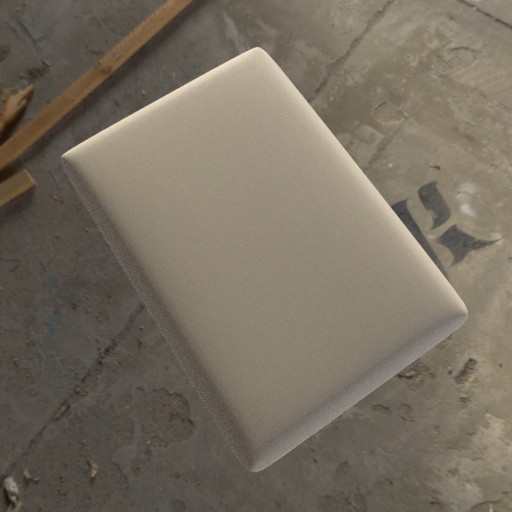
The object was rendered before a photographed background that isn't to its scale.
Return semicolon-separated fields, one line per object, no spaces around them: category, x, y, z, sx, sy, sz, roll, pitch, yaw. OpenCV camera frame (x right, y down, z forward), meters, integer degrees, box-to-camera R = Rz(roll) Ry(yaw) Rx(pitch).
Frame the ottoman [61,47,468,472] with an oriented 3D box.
ottoman;0.000;0.000;1.180;0.581;0.497;0.835;-33;77;-8
